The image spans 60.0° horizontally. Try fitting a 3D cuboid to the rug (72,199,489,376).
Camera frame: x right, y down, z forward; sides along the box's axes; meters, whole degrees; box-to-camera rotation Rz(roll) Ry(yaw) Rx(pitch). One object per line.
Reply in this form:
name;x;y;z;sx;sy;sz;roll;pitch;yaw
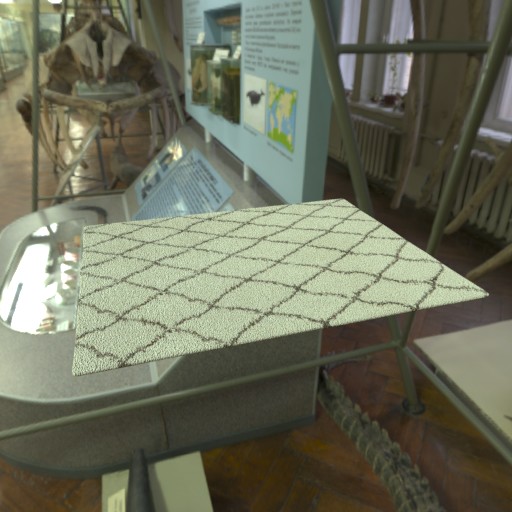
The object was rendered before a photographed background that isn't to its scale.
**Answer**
rug;0.000;0.000;4.066;3.047;0.029;2.438;-8;27;-16
